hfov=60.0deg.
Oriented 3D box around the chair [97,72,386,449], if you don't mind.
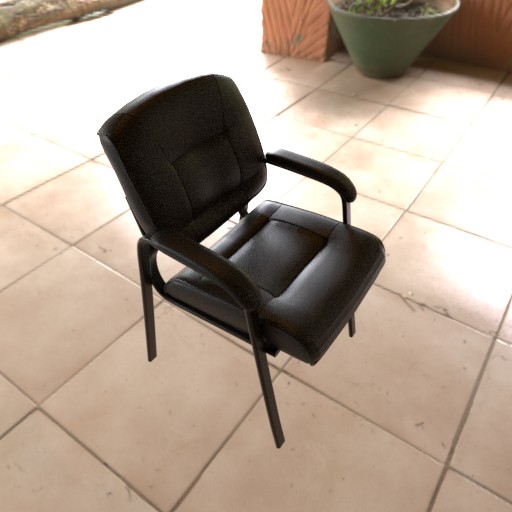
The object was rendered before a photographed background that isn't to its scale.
[{"bbox_3d":[0.000,0.000,1.338,0.668,0.910,0.591,24,47,25],"label":"chair"}]
